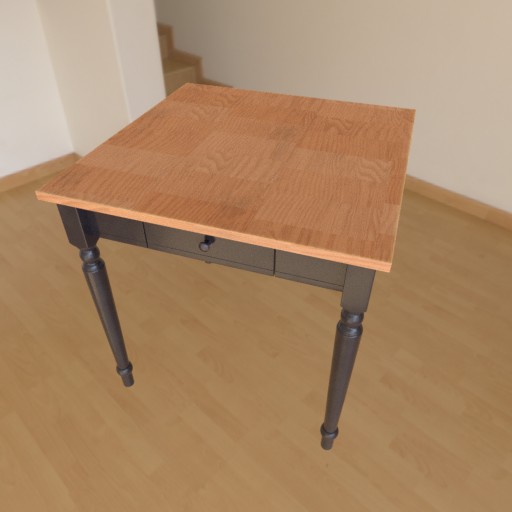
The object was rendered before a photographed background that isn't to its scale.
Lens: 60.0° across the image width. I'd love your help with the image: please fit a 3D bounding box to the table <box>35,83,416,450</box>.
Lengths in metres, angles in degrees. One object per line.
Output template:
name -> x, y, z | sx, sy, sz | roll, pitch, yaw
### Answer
table -> 0.000, 0.000, 1.362 | 0.747, 0.738, 0.747 | 12, 41, 14
